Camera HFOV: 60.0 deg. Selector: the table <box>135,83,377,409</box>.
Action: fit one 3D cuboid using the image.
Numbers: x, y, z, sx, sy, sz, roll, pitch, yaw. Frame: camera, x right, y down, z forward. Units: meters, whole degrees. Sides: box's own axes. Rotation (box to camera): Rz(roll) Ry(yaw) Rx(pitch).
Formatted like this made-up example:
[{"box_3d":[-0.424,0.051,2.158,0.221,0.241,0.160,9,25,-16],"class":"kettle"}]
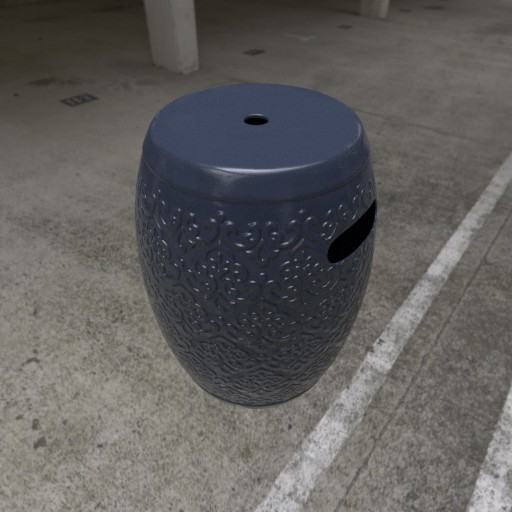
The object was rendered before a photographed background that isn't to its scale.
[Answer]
[{"box_3d":[0.000,0.000,0.613,0.309,0.397,0.309,0,40,0],"class":"table"}]
